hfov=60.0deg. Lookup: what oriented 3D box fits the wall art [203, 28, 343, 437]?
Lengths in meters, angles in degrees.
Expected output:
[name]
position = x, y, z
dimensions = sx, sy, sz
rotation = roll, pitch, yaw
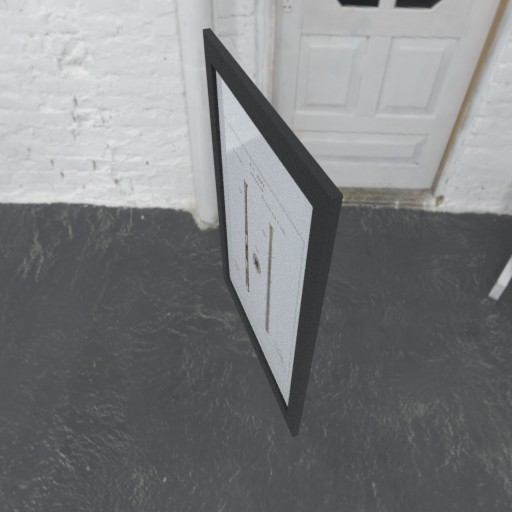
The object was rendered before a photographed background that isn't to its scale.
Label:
[wall art]
position = 0.000, 0.000, 0.676
dimensions = 0.012, 0.529, 0.374
rotation = -16, 50, -14
